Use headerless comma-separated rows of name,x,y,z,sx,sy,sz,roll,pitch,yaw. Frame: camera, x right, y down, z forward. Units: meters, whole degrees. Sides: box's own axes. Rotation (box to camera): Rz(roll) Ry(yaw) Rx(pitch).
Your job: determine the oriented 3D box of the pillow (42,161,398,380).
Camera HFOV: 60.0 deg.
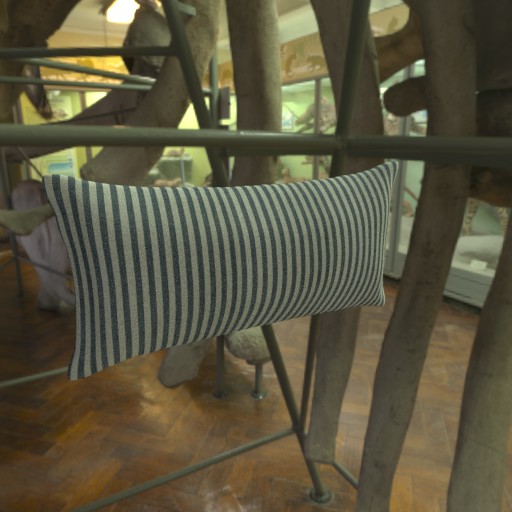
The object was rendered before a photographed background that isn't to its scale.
pillow,0.000,0.000,0.739,0.617,0.295,0.151,-8,17,-28
